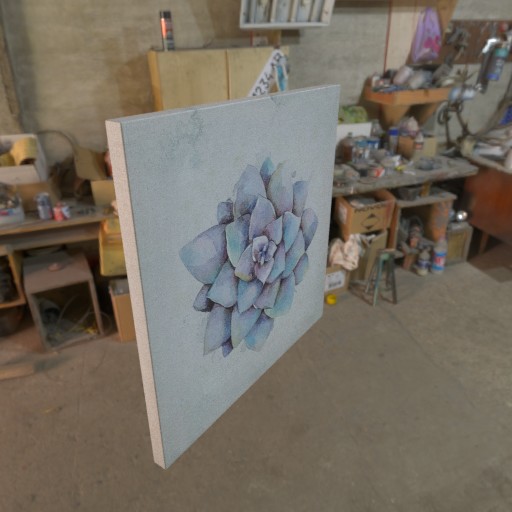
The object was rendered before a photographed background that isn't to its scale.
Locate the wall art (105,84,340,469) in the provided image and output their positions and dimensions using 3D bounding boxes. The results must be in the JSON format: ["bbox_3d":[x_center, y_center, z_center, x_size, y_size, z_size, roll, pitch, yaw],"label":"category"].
[{"bbox_3d":[0.000,0.000,1.123,0.038,0.762,0.762,17,31,31],"label":"wall art"}]
